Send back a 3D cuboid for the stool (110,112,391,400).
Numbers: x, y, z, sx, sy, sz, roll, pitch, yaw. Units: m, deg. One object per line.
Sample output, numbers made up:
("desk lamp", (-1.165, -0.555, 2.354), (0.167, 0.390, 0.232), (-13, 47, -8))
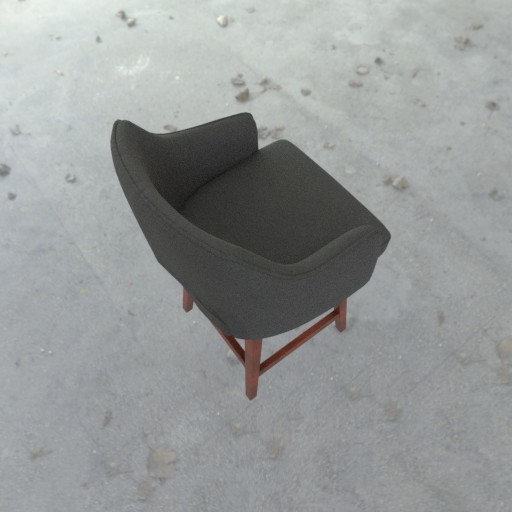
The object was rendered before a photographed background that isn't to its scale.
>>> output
("stool", (0.000, 0.000, 1.253), (0.558, 0.912, 0.548), (-32, 63, -19))
